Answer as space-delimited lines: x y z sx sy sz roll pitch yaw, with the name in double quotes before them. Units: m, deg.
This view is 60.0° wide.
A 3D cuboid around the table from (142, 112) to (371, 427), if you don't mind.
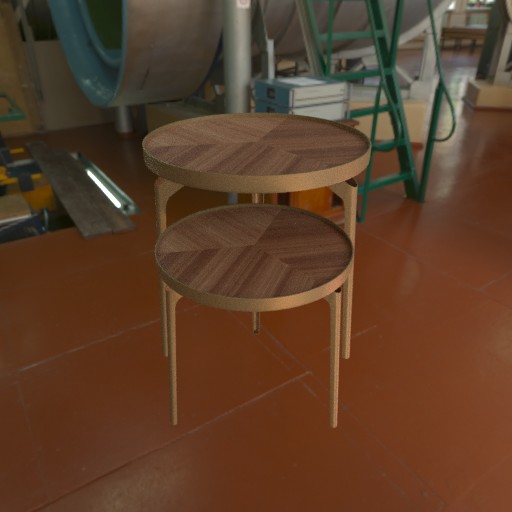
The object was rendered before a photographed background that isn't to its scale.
"table" 0.000 0.000 1.119 0.532 0.555 0.751 1 30 1
